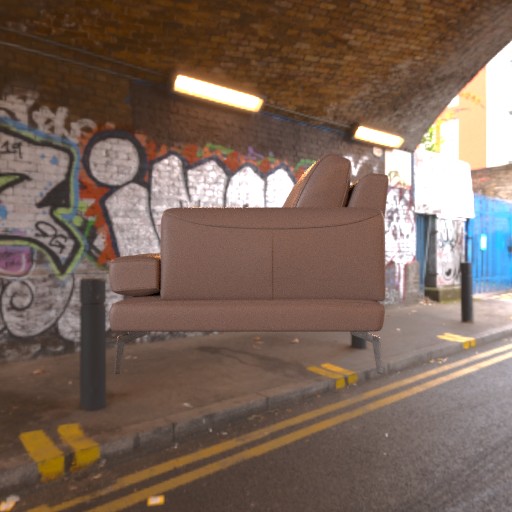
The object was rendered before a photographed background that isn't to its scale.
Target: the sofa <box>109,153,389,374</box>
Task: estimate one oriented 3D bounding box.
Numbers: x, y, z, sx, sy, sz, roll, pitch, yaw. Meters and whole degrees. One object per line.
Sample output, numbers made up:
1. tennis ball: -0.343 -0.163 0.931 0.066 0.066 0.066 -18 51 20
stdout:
1. sofa: 0.000 0.000 2.397 0.974 0.765 1.940 0 0 0
